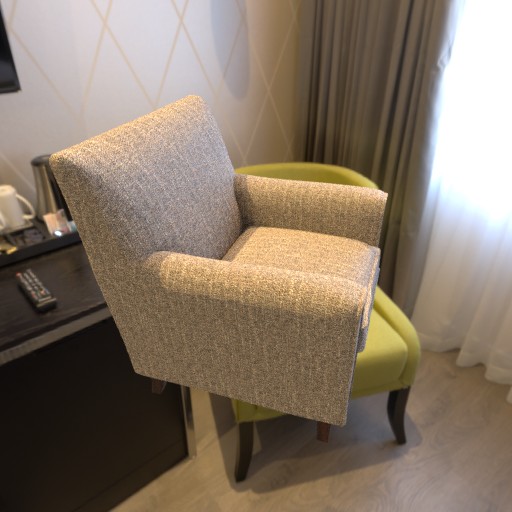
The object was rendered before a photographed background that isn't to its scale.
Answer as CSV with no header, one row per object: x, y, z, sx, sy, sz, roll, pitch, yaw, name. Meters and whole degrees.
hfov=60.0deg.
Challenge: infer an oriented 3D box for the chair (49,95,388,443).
0.000,0.000,1.621,0.873,0.928,0.864,10,32,16,chair
